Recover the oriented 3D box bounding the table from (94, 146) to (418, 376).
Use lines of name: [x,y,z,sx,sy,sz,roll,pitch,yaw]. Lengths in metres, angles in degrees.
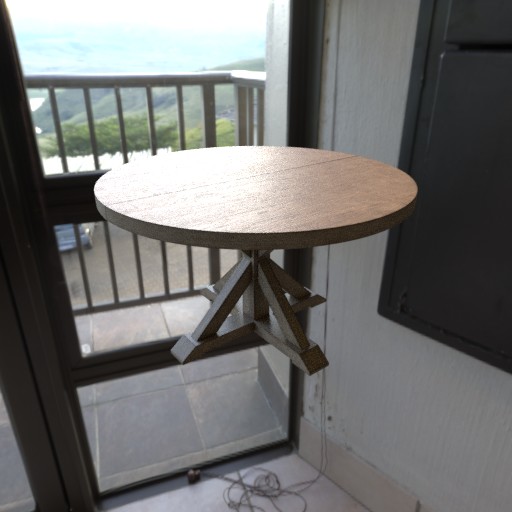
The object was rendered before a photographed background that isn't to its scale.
table: [0.000,0.000,2.125,1.363,0.781,1.363,0,25,0]
